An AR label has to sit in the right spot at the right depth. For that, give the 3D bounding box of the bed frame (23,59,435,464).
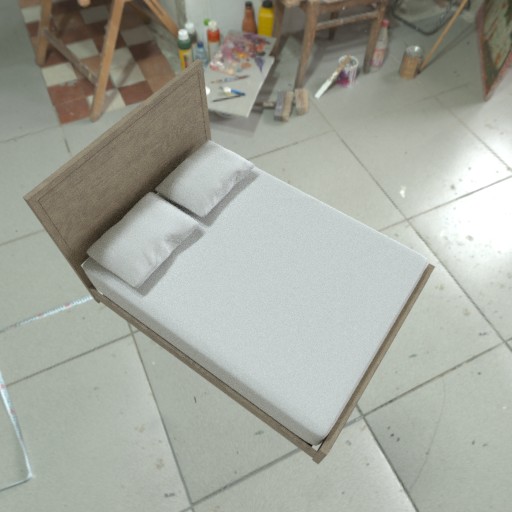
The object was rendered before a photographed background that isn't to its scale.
[{"bbox_3d":[0.000,0.000,3.171,2.189,1.369,1.606,31,63,18],"label":"bed frame"}]
